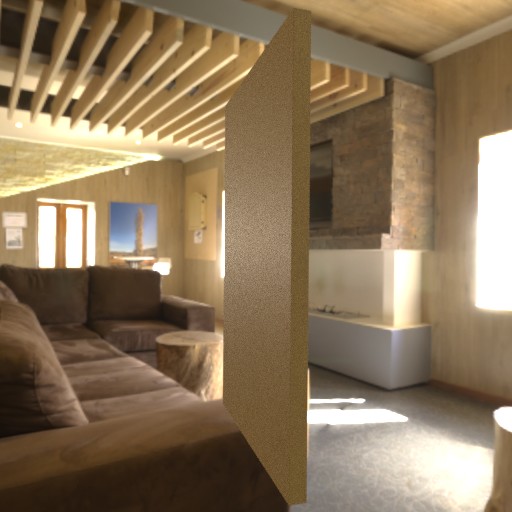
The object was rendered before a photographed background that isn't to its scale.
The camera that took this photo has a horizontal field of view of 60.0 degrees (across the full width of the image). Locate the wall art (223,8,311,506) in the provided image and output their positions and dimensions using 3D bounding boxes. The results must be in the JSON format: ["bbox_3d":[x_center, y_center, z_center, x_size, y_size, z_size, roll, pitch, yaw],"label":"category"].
[{"bbox_3d":[0.000,0.000,0.968,0.039,0.810,0.510,0,1,-17],"label":"wall art"}]
